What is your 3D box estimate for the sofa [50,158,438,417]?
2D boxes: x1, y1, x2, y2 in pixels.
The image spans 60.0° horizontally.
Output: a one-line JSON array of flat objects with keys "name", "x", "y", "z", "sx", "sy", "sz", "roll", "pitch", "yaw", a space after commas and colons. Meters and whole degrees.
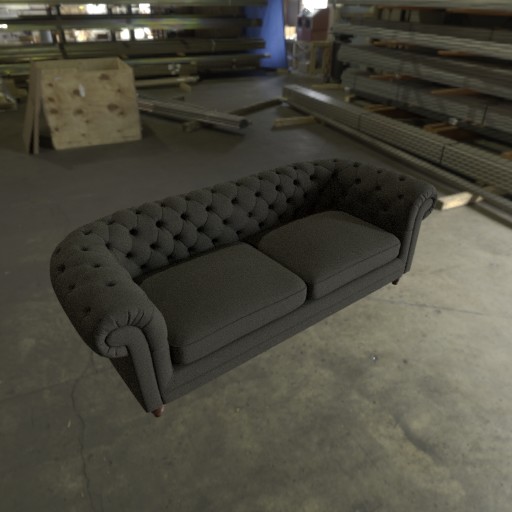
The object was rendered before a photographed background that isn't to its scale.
[{"name": "sofa", "x": 0.000, "y": 0.000, "z": 2.778, "sx": 2.362, "sy": 0.762, "sz": 0.991, "roll": -22, "pitch": 37, "yaw": -32}]
